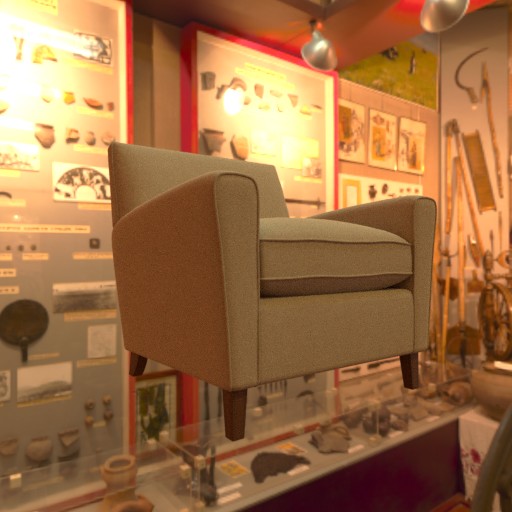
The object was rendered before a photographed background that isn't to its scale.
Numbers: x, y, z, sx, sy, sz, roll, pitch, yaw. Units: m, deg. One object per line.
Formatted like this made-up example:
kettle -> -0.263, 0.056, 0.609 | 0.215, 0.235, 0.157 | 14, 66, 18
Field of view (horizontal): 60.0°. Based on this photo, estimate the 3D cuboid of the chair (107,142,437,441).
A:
chair -> 0.000, 0.000, 1.543 | 0.840, 0.846, 0.871 | 0, 0, -35
